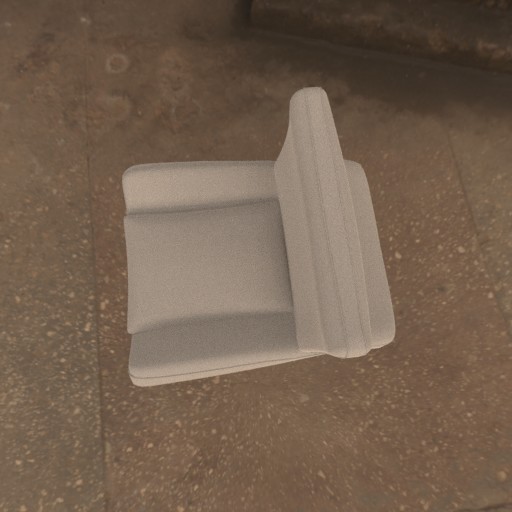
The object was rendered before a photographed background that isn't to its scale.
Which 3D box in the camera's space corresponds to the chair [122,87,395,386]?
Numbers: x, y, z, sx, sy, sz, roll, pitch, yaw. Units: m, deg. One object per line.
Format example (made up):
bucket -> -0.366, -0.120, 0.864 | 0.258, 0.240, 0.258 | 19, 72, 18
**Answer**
chair -> 0.000, 0.000, 1.681 | 1.008, 0.855, 0.859 | -6, 74, -2
